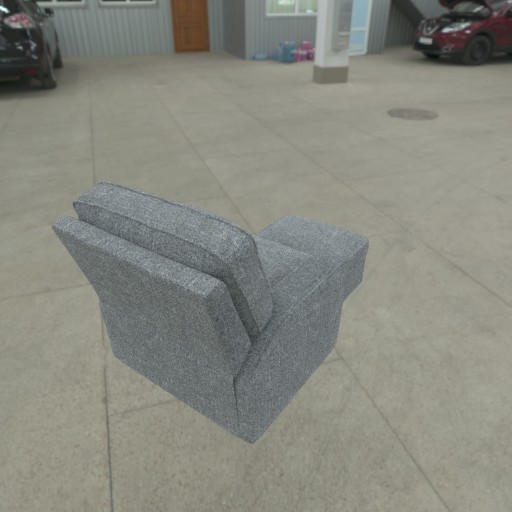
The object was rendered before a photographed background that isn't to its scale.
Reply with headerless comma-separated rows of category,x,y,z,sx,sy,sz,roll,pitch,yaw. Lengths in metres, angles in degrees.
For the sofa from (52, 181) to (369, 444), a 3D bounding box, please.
sofa,0.000,0.000,2.079,0.861,0.959,1.472,21,37,30
